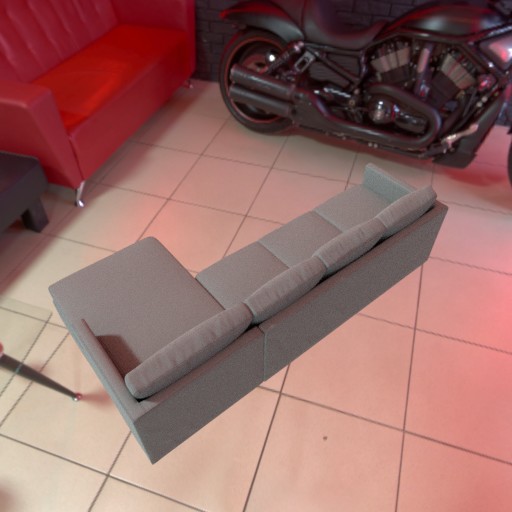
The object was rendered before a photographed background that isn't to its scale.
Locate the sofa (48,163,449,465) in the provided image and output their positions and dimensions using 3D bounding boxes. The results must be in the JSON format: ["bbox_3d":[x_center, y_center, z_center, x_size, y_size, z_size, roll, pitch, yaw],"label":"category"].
[{"bbox_3d":[0.000,0.000,3.904,3.177,0.867,1.622,-30,53,-26],"label":"sofa"}]
